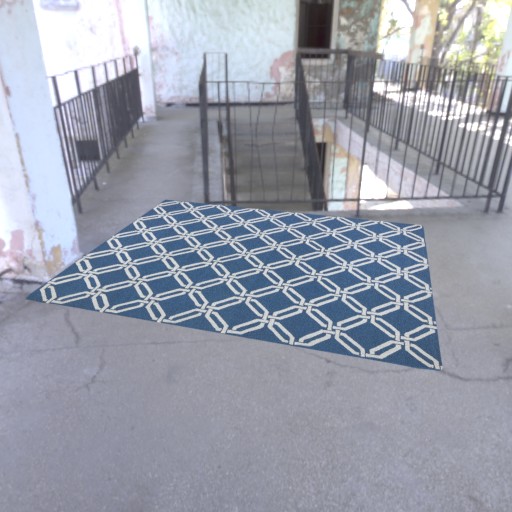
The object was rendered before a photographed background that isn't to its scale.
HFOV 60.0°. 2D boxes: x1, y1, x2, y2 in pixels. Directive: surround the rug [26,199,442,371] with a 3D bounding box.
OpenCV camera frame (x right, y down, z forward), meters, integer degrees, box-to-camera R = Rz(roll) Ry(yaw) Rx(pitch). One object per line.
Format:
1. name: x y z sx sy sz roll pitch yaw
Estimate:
1. rug: 0.000 0.000 3.850 2.867 0.020 2.277 7 27 14
